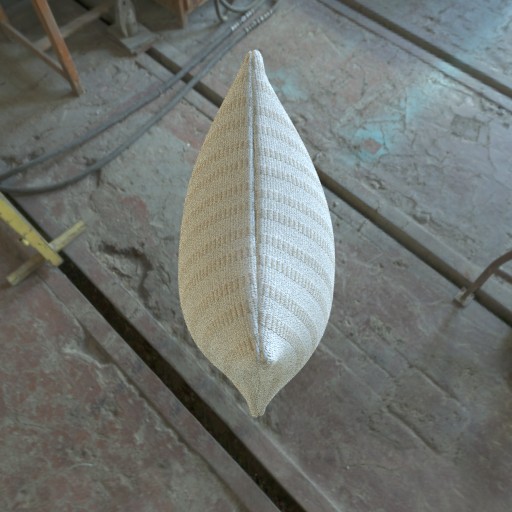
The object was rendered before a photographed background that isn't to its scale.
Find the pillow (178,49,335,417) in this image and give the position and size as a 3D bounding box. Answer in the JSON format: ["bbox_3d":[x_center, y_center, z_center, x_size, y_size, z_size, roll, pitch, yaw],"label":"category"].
[{"bbox_3d":[0.000,0.000,0.698,0.247,0.419,0.438,-1,64,-1],"label":"pillow"}]
